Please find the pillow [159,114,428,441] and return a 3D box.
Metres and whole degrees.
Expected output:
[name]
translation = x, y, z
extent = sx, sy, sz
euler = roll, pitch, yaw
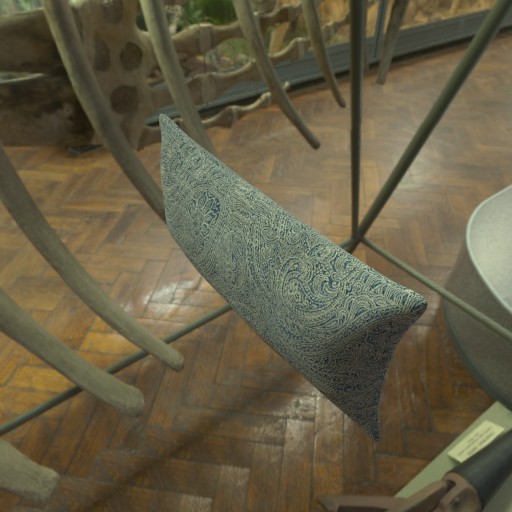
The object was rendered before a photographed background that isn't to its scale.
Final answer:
[pillow]
translation = 0.000, 0.000, 0.749
extent = 0.151, 0.295, 0.615
euler = -25, 46, -27
